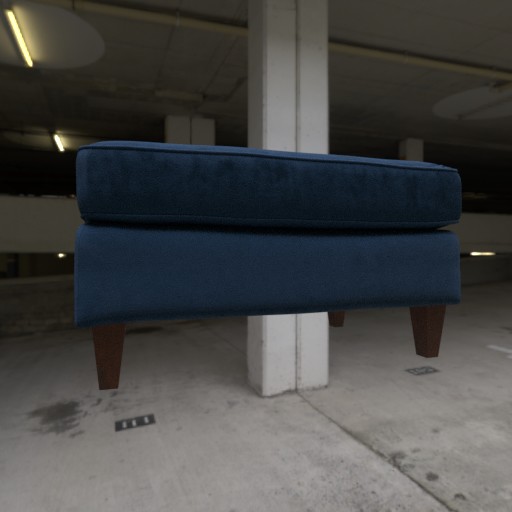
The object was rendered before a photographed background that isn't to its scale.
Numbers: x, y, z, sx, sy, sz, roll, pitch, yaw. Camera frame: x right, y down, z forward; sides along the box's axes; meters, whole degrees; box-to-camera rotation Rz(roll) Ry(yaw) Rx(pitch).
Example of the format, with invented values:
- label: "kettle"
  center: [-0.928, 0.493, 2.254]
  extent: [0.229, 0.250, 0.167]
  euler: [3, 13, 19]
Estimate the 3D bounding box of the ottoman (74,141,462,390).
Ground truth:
- label: "ottoman"
  center: [0.000, 0.000, 1.166]
  extent: [0.862, 0.484, 0.583]
  euler: [0, 1, -19]
